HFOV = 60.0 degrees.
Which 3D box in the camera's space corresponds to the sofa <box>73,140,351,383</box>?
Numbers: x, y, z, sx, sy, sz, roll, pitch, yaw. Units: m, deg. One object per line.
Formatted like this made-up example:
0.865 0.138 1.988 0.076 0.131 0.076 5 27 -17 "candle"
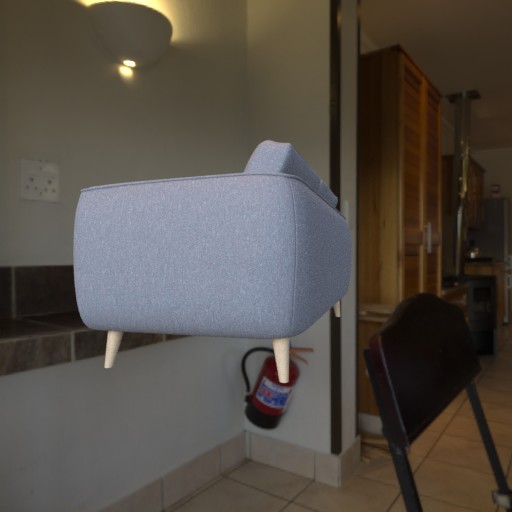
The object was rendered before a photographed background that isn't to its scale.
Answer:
0.000 0.000 2.503 0.920 0.870 2.000 0 0 17 "sofa"
